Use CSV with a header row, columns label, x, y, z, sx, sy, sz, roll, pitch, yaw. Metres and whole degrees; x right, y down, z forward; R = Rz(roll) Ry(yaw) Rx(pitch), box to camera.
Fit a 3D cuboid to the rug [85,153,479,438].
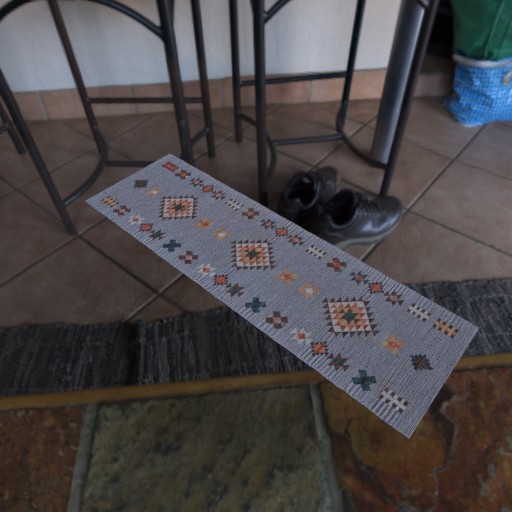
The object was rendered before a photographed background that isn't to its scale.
label,x,y,z,sx,sy,sz,roll,pitch,yaw
rug,0.000,0.000,2.669,2.432,0.008,0.766,33,55,27
